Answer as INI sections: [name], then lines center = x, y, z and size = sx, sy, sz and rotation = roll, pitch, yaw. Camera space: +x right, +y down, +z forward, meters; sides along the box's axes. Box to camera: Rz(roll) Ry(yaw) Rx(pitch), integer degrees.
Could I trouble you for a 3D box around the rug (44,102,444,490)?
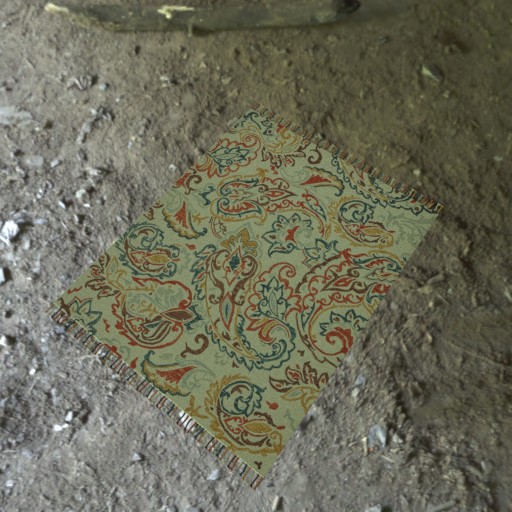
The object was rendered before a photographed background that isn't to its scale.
[rug]
center = 0.000, 0.000, 4.354
size = 2.439, 0.015, 3.274
rotation = 34, 68, 16
